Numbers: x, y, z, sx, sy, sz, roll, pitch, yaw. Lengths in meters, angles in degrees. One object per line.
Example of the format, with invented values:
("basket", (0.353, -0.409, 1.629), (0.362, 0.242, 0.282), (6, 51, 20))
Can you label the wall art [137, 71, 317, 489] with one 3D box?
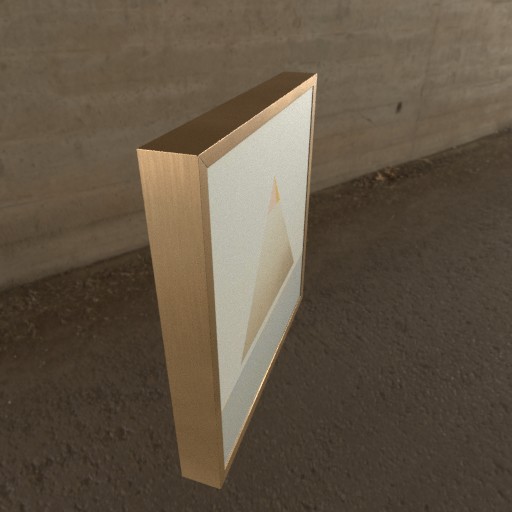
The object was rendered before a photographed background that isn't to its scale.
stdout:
("wall art", (0.000, 0.000, 0.445), (0.038, 0.303, 0.305), (10, 32, 16))
